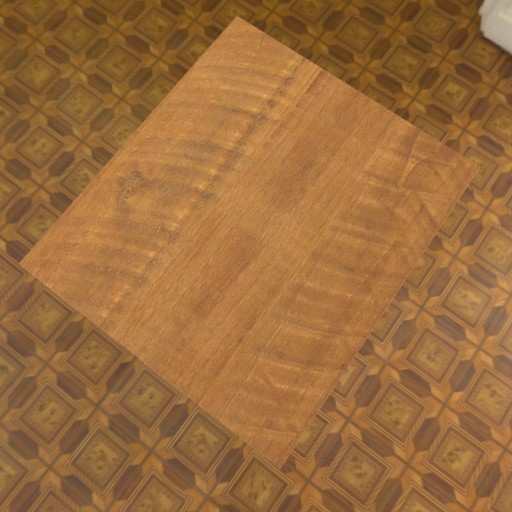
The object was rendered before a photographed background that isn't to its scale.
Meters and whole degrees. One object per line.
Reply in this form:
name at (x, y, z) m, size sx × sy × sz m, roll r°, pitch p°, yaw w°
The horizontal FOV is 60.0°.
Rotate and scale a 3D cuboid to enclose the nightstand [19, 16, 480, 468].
nightstand at (0.000, 0.000, 0.850) m, size 0.436 × 0.491 × 0.493 m, roll 35°, pitch 79°, yaw 8°
